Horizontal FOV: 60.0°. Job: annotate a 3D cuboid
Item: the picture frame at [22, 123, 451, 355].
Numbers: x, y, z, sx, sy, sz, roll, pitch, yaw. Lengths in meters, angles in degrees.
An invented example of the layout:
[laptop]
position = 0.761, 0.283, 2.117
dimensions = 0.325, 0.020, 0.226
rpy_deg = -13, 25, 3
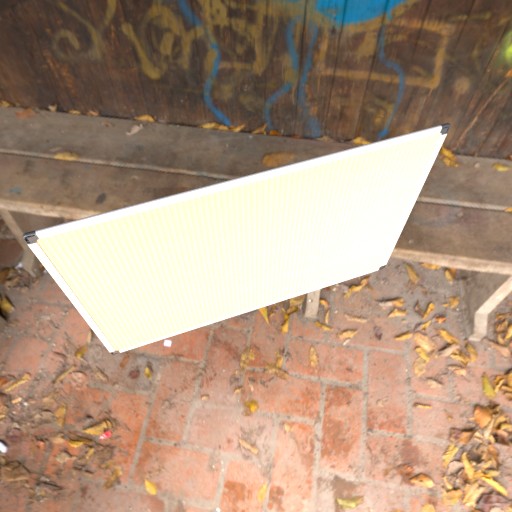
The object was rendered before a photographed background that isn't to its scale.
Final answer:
[picture frame]
position = 0.000, 0.000, 1.133
dimensions = 0.900, 0.600, 0.010
rpy_deg = -17, 59, -10
